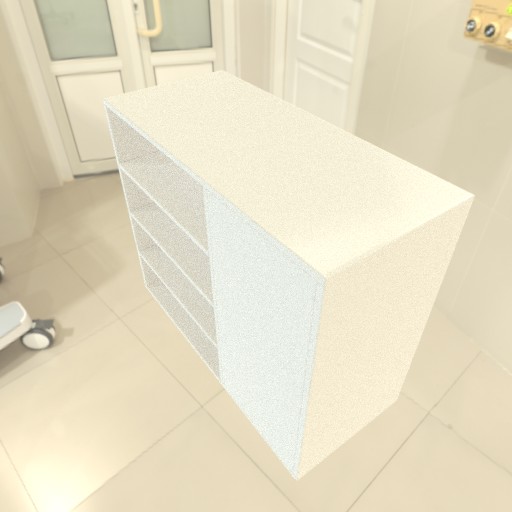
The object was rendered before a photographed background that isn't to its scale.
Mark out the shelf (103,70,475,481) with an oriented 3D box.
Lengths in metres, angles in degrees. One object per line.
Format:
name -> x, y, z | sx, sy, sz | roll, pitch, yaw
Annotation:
shelf -> 0.000, 0.000, 1.280 | 0.396, 0.732, 0.895 | -26, 47, -27
